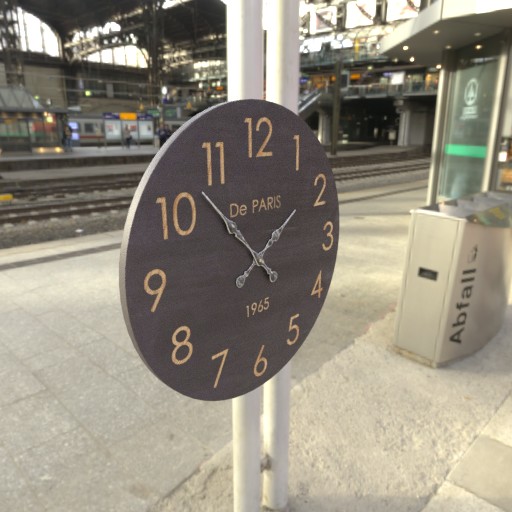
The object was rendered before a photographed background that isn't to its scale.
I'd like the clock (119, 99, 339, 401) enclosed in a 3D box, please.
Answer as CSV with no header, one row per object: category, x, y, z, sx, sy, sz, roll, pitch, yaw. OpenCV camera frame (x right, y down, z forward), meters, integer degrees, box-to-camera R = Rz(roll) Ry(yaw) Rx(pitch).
clock,0.000,0.000,0.891,0.029,0.595,0.595,14,21,41
